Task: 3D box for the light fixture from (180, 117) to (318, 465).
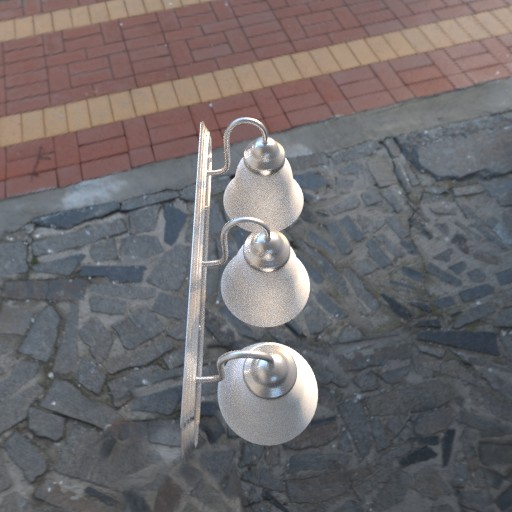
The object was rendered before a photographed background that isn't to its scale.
[{"bbox_3d":[0.000,0.000,0.720,0.199,0.222,0.610,-1,62,0],"label":"light fixture"}]
